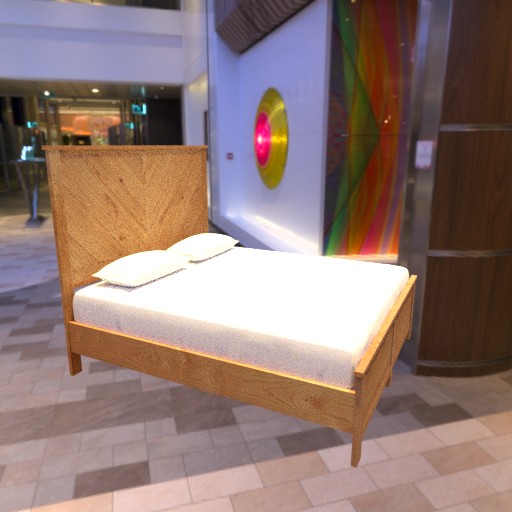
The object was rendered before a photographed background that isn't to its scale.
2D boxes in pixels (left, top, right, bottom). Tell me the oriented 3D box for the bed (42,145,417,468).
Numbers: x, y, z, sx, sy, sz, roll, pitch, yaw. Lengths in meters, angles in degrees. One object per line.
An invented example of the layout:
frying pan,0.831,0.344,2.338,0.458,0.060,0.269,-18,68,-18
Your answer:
bed,0.000,0.000,4.012,2.530,1.938,2.225,7,16,26
